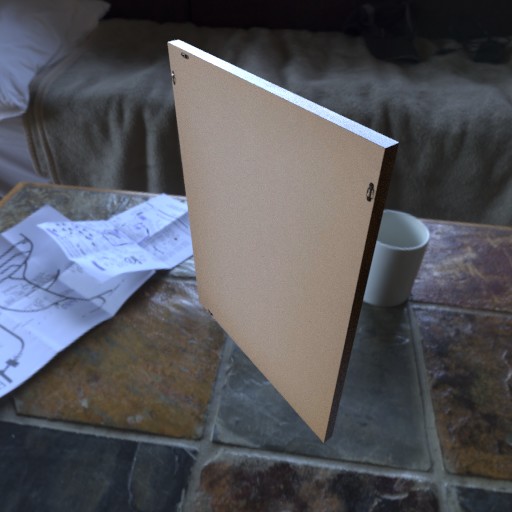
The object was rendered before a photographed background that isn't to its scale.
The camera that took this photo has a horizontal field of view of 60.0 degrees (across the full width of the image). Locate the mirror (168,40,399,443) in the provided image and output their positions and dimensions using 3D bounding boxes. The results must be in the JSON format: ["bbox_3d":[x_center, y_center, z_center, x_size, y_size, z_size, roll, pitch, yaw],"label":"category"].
[{"bbox_3d":[0.000,0.000,1.305,0.040,1.016,0.762,-26,47,-27],"label":"mirror"}]
